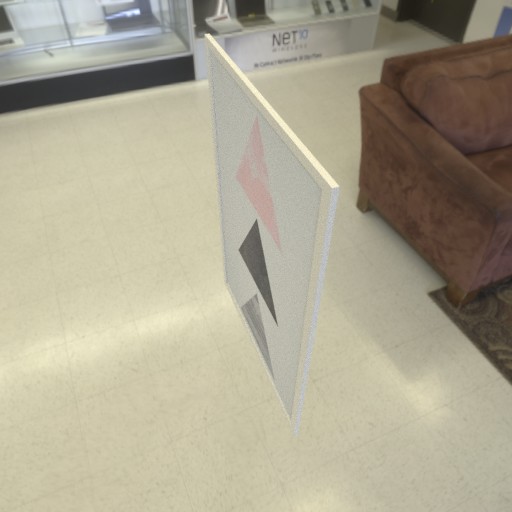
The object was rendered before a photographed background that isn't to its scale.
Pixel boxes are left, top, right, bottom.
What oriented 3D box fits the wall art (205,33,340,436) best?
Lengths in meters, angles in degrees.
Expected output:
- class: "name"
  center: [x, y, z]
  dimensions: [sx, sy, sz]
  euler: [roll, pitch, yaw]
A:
- class: "wall art"
  center: [0.000, 0.000, 1.218]
  dimensions: [0.013, 0.940, 0.659]
  euler: [-16, 48, -15]
